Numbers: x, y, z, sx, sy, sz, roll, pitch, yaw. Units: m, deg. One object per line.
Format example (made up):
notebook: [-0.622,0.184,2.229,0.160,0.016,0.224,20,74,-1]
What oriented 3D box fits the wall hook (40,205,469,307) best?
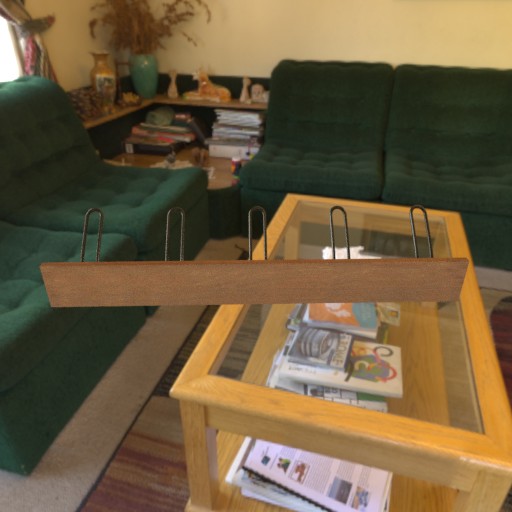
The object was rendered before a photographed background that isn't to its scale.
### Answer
wall hook: [0.000,0.000,0.609,0.554,0.116,0.076,-1,30,-1]
